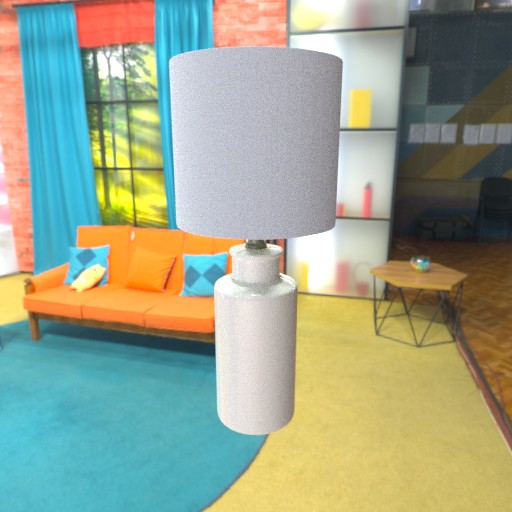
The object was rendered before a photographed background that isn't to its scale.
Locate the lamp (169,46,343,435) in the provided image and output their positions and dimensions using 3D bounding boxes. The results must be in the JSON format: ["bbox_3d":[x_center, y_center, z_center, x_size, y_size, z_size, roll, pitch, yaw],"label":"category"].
[{"bbox_3d":[0.000,0.000,0.612,0.212,0.493,0.212,-7,16,-26],"label":"lamp"}]
